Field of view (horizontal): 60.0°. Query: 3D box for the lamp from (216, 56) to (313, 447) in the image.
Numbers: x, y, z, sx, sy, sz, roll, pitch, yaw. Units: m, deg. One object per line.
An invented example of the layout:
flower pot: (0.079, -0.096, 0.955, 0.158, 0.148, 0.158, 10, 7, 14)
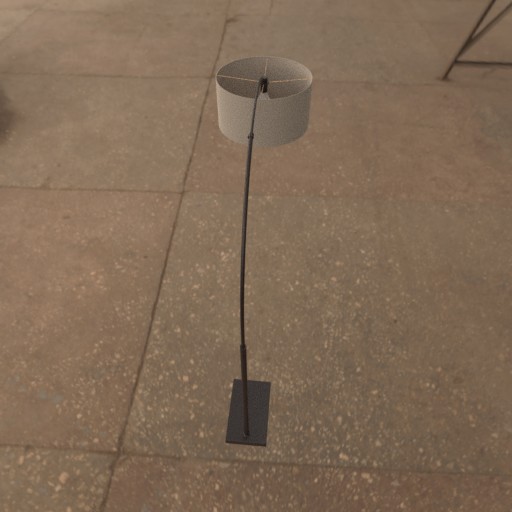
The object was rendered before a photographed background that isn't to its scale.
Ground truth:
lamp: (0.000, 0.000, 2.548, 0.493, 1.927, 1.424, 4, 47, 4)
